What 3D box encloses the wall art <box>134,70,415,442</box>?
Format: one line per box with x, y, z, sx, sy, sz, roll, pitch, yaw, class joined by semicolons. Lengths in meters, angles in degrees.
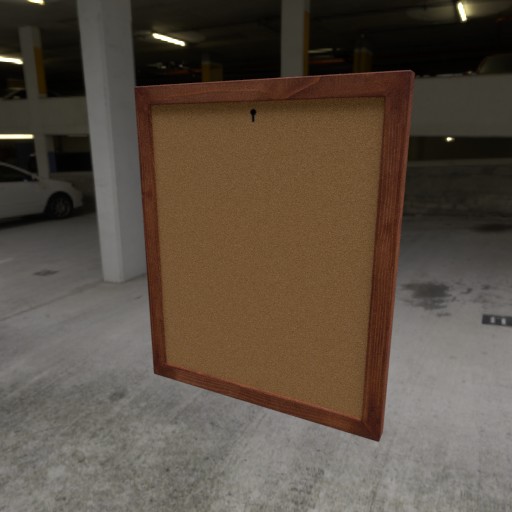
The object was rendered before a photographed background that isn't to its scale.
0.000;0.000;0.754;0.462;0.558;0.030;8;17;26;wall art
